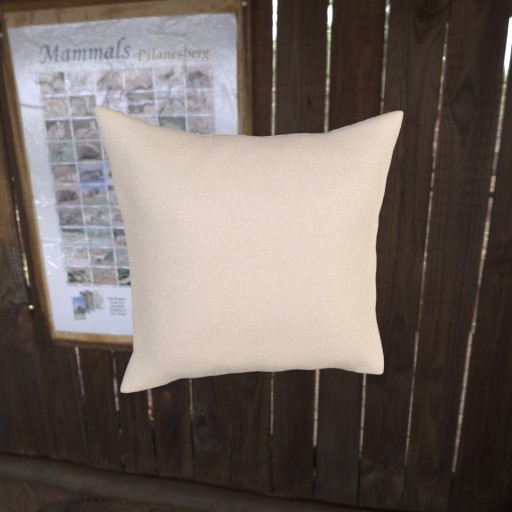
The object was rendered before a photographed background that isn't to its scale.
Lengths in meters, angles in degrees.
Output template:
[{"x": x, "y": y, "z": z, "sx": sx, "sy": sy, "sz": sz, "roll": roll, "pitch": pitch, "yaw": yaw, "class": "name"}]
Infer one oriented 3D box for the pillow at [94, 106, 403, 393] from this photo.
[{"x": 0.000, "y": 0.000, "z": 0.777, "sx": 0.504, "sy": 0.494, "sz": 0.188, "roll": -2, "pitch": 14, "yaw": -8, "class": "pillow"}]
